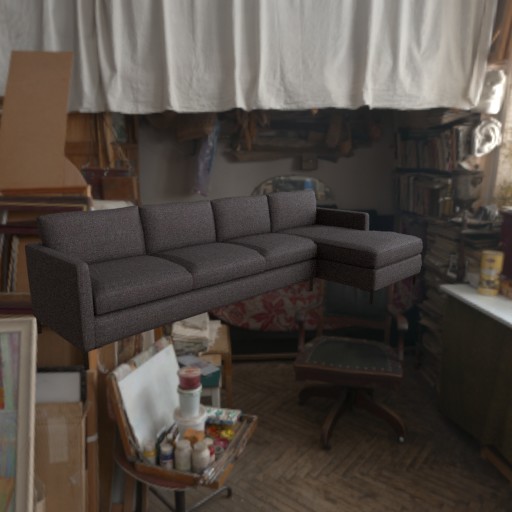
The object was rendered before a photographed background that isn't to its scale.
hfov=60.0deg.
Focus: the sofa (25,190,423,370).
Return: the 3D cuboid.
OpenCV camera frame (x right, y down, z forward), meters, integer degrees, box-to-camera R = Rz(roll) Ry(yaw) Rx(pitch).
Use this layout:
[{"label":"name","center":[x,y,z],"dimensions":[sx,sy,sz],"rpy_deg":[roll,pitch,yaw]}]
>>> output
[{"label":"sofa","center":[0.000,0.000,3.748],"dimensions":[3.221,0.892,1.483],"rpy_deg":[-13,18,-43]}]
